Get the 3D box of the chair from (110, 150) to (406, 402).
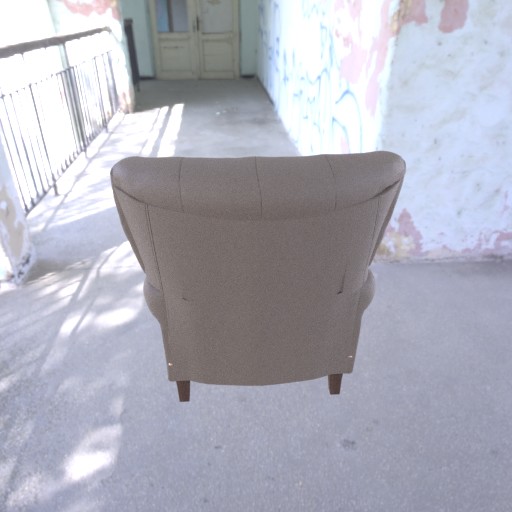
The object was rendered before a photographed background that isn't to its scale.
[{"bbox_3d":[0.000,0.000,1.967,0.999,1.138,1.041,-2,30,-3],"label":"chair"}]
